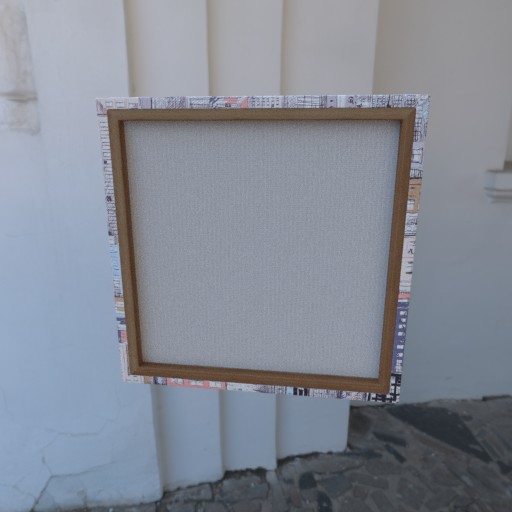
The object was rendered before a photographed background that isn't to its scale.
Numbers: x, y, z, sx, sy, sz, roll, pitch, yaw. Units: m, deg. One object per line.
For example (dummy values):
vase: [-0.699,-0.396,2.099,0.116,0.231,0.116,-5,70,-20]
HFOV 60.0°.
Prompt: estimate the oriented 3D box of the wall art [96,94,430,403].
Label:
wall art: [0.000,0.000,1.124,0.761,0.762,0.048,2,16,7]
